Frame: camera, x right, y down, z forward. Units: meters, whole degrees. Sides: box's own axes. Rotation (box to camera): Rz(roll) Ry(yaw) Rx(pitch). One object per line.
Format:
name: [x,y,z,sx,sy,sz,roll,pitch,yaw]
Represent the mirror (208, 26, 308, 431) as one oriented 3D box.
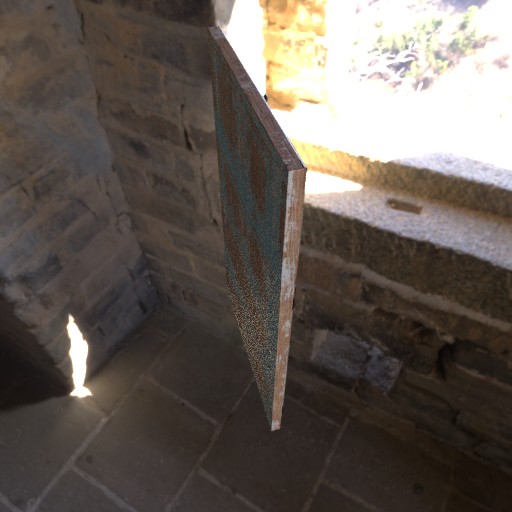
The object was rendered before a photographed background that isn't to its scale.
mirror: [0.000,0.000,1.489,0.083,1.213,0.707,-12,48,-11]
